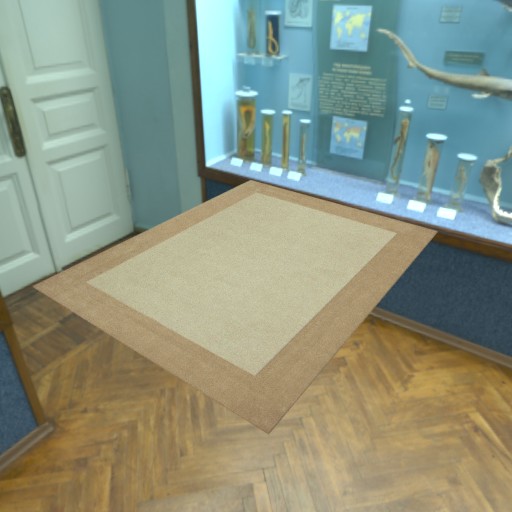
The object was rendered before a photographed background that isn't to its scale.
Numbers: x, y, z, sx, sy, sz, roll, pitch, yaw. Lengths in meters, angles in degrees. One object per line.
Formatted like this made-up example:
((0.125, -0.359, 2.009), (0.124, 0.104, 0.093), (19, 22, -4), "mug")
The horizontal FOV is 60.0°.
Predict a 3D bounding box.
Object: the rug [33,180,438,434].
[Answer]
((0.000, 0.000, 4.169), (2.438, 0.014, 3.048), (21, 37, 31), "rug")
